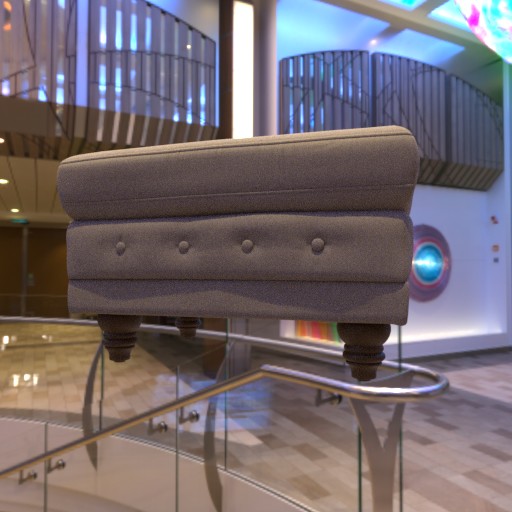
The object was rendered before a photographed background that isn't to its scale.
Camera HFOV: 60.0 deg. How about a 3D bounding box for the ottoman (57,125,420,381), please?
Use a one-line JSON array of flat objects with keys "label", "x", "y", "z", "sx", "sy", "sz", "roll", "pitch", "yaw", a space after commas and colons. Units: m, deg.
[{"label": "ottoman", "x": 0.000, "y": 0.000, "z": 1.133, "sx": 0.771, "sy": 0.500, "sz": 0.569, "roll": 0, "pitch": -2, "yaw": 18}]
